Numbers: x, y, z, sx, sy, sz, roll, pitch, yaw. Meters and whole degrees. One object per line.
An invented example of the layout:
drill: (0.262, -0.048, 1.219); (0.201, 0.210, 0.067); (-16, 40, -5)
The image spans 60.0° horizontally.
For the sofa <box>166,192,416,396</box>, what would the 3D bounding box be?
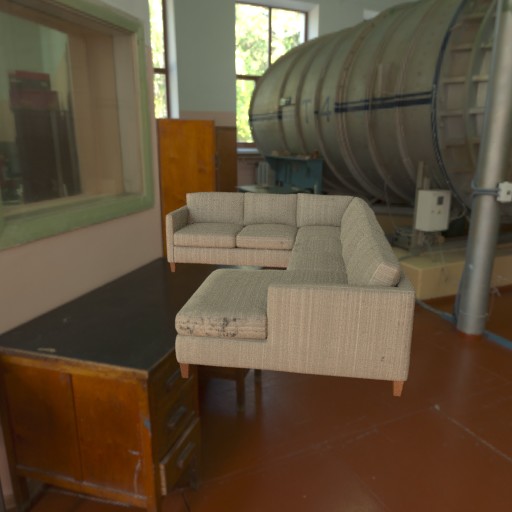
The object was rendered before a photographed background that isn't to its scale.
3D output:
sofa: (0.000, 0.000, 4.616); (2.594, 0.961, 3.460); (2, 15, 9)
